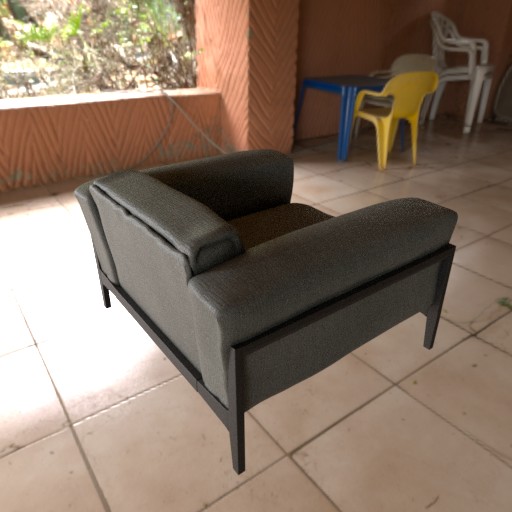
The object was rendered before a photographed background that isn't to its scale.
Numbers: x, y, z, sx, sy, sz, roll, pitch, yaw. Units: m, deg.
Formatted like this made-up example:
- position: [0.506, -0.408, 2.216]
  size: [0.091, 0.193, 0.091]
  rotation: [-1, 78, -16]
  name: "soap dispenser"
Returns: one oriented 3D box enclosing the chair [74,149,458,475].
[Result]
- position: [0.000, 0.000, 1.666]
  size: [0.969, 0.646, 1.056]
  rotation: [-19, 33, -32]
  name: "chair"
